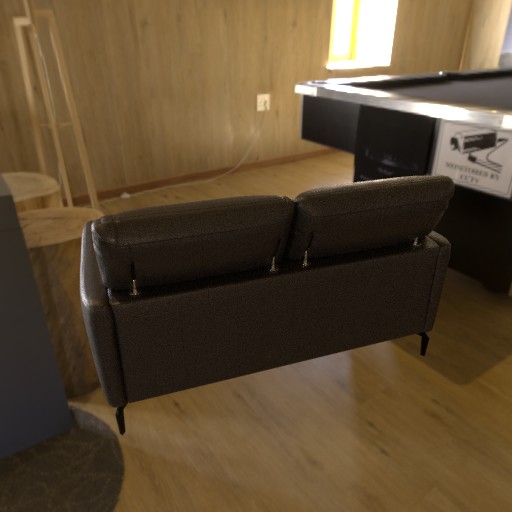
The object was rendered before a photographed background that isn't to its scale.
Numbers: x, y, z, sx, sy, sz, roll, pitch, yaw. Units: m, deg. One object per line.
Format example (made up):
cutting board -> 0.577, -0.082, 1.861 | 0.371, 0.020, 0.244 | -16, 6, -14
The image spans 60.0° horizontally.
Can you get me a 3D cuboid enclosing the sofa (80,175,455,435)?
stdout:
sofa -> 0.000, 0.000, 2.155 | 1.596, 0.920, 0.958 | -9, 29, -17
